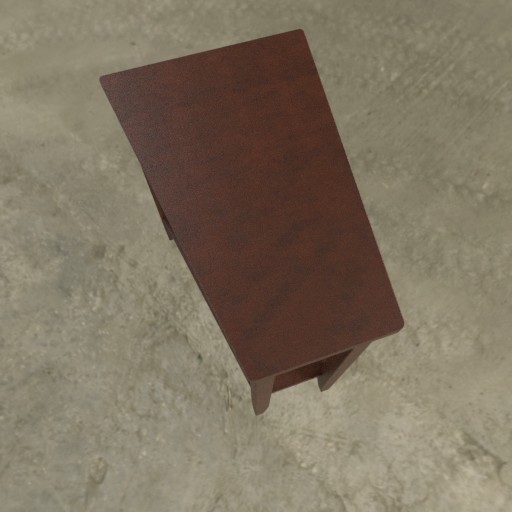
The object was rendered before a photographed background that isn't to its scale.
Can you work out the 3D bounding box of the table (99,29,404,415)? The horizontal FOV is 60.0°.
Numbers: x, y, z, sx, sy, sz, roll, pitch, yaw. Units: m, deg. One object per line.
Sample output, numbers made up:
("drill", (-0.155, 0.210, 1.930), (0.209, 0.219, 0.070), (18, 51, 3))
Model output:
("table", (0.000, 0.000, 0.976), (0.399, 0.589, 0.605), (-17, 66, -8))
